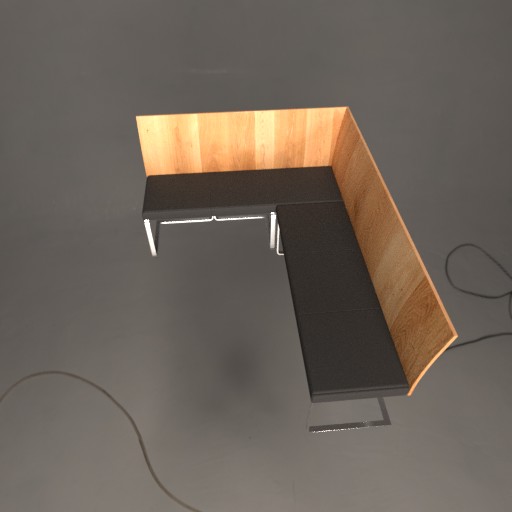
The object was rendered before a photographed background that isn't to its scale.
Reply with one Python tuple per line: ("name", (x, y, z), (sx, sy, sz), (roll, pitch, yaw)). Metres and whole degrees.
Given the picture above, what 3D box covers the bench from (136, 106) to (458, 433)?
("bench", (0.000, 0.000, 2.781), (1.495, 0.930, 1.945), (-4, 46, -4))
